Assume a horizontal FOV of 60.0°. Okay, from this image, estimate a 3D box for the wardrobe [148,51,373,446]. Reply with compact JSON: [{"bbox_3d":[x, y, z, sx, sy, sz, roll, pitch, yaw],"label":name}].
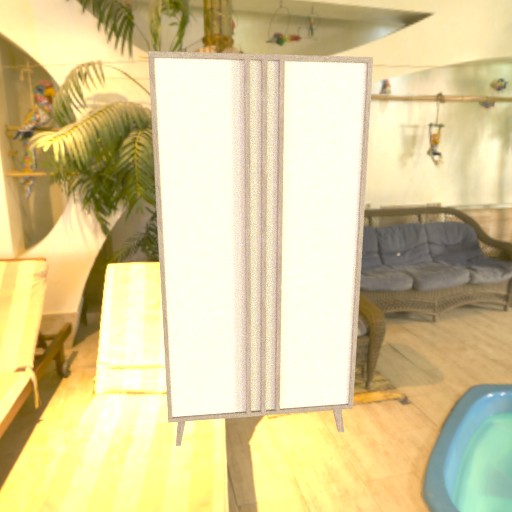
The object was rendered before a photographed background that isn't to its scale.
[{"bbox_3d":[0.000,0.000,2.448,1.000,1.960,0.600,-2,14,-7],"label":"wardrobe"}]
